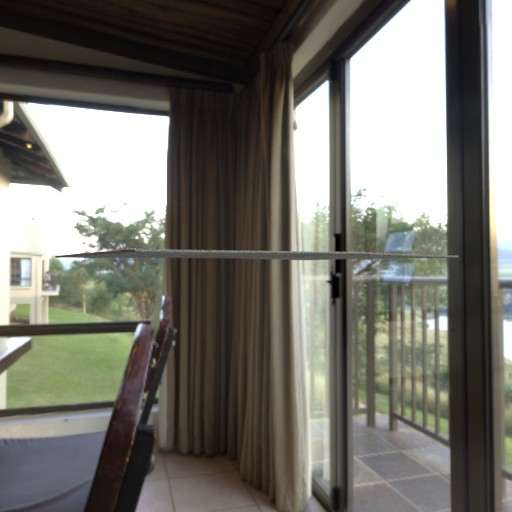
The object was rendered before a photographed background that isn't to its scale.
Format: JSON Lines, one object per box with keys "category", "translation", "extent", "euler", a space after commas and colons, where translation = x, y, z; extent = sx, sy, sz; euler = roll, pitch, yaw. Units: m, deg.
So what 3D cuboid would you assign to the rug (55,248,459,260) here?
{"category": "rug", "translation": [0.000, 0.000, 3.075], "extent": [2.306, 0.030, 1.613], "euler": [1, -1, -35]}
